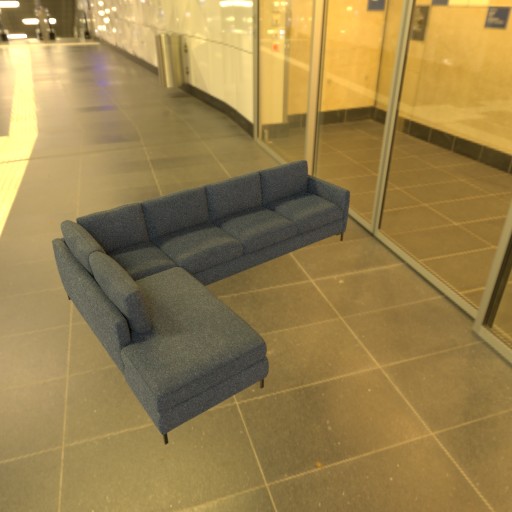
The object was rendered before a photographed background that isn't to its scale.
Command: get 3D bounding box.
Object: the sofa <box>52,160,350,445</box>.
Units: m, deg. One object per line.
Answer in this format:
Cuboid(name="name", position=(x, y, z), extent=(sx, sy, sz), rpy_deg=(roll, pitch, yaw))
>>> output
Cuboid(name="sofa", position=(0.000, 0.000, 3.956), extent=(2.949, 0.815, 2.007), rpy_deg=(-21, 36, -32))
